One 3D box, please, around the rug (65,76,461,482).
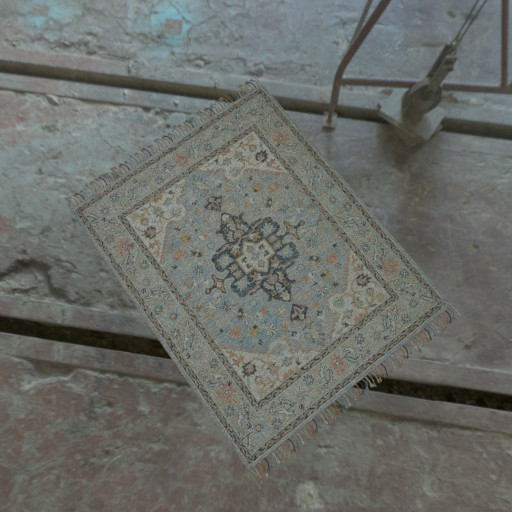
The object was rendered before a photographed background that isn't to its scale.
[{"bbox_3d":[0.000,0.000,4.255,2.379,0.011,3.221,-36,79,-8],"label":"rug"}]
